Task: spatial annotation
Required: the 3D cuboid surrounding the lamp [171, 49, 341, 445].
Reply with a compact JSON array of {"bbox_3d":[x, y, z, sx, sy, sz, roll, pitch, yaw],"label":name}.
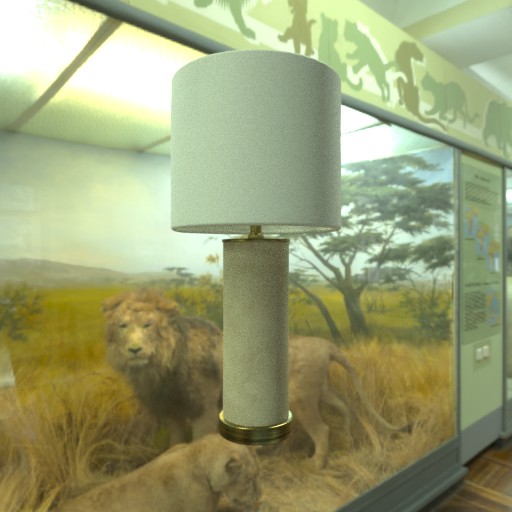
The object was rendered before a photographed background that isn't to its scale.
[{"bbox_3d":[0.000,0.000,0.808,0.305,0.634,0.305,0,0,17],"label":"lamp"}]
